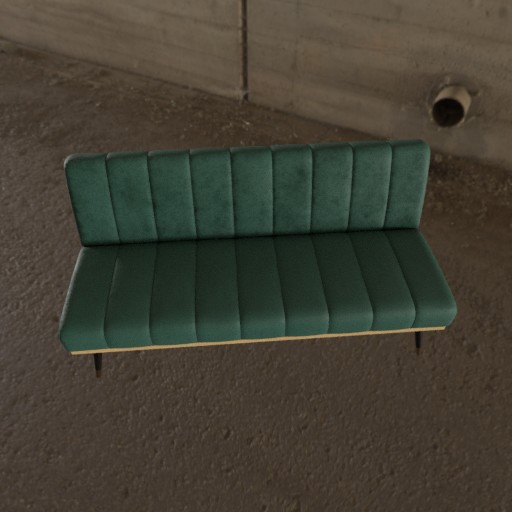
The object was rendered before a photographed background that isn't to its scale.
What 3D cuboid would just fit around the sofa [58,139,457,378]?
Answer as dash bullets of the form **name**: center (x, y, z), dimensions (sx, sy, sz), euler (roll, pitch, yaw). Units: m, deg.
- **sofa**: center (0.000, 0.000, 2.233), dimensions (1.810, 0.820, 0.830), euler (-3, 46, -3)
